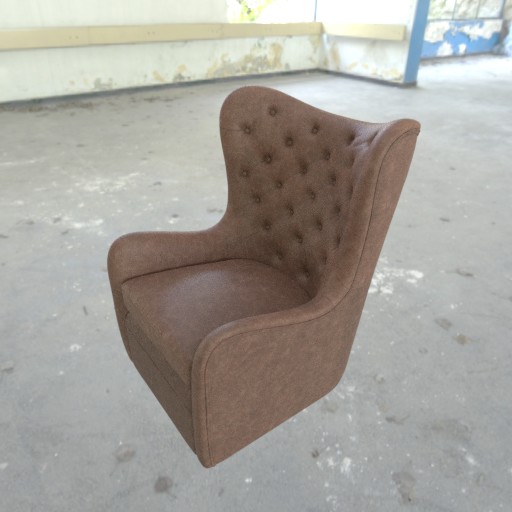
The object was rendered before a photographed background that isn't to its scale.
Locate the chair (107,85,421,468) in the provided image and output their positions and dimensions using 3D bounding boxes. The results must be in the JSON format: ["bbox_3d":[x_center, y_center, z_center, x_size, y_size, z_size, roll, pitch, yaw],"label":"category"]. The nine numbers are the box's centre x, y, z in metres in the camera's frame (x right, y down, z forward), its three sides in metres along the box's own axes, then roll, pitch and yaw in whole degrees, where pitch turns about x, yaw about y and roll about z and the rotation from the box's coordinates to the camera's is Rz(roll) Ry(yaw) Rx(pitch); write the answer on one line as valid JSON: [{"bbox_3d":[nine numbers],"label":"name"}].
[{"bbox_3d":[0.000,0.000,1.676,0.930,1.079,0.831,-20,35,-31],"label":"chair"}]
